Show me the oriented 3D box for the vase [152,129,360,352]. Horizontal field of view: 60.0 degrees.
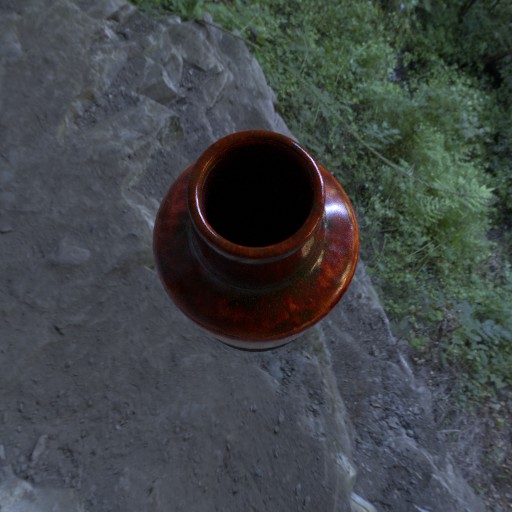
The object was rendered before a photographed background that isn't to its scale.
[{"bbox_3d":[0.000,0.000,0.268,0.108,0.204,0.108,0,76,0],"label":"vase"}]
